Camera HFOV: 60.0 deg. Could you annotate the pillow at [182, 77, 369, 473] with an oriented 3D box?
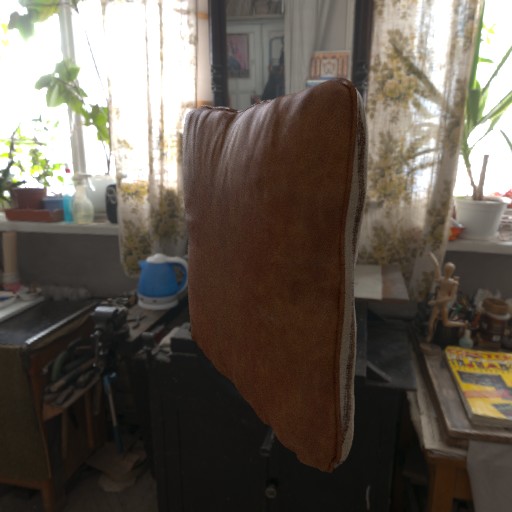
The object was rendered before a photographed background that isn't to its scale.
[{"bbox_3d":[0.000,0.000,0.715,0.130,0.490,0.489,-7,16,-26],"label":"pillow"}]
